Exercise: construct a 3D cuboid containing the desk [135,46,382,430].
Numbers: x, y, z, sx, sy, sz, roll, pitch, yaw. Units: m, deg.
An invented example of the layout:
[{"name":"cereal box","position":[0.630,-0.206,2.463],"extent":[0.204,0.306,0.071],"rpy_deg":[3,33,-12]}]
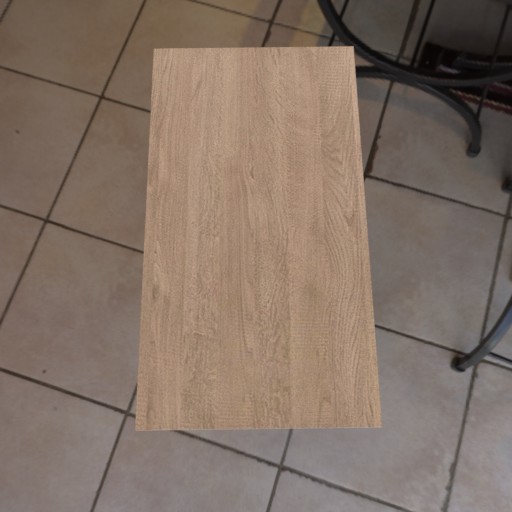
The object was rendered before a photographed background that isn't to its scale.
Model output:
[{"name":"desk","position":[0.000,0.000,1.349],"extent":[0.498,0.724,0.893],"rpy_deg":[-1,76,0]}]
